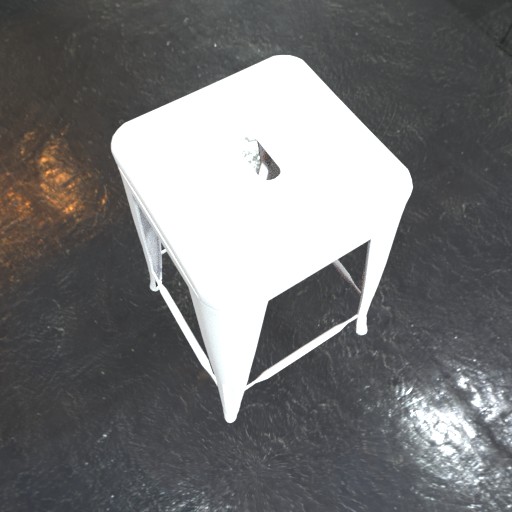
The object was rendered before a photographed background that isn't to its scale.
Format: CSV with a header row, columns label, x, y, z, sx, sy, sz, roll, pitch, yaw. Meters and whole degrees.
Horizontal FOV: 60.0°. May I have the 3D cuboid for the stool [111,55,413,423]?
label,x,y,z,sx,sy,sz,roll,pitch,yaw
stool,0.000,0.000,0.852,0.406,0.610,0.406,-30,68,-14
